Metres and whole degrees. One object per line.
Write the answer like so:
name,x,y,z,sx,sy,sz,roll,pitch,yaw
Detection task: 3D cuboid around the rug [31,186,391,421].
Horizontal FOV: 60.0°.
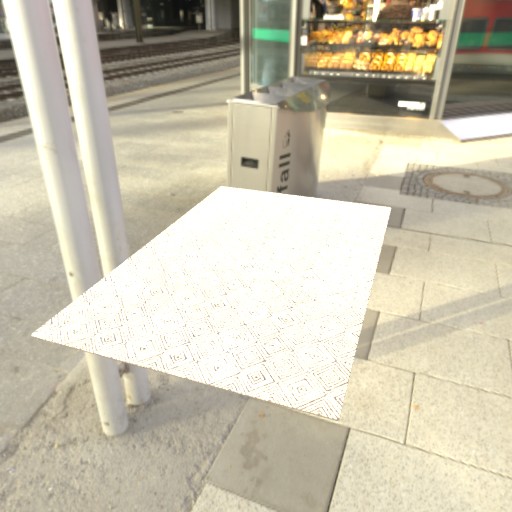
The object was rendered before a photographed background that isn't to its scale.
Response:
rug,0.000,0.000,2.244,1.175,0.008,1.783,10,30,17
